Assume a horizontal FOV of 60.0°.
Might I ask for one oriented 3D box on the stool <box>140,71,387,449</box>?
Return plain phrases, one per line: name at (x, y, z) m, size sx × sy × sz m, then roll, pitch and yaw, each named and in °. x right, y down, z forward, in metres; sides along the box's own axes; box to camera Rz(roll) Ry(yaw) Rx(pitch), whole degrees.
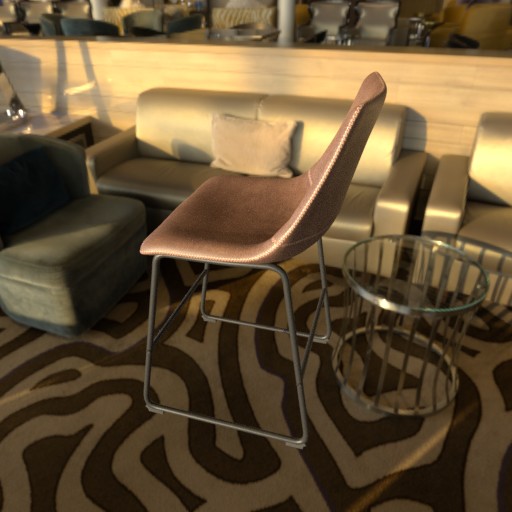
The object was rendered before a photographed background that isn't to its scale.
stool at (0.000, 0.000, 1.182) m, size 0.550 × 0.890 × 0.460 m, roll 8°, pitch 32°, yaw 14°
